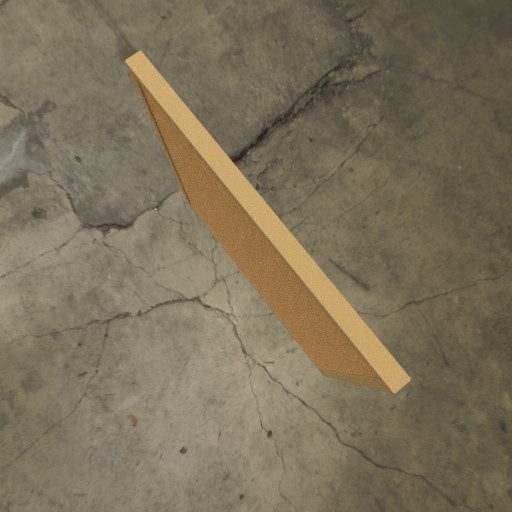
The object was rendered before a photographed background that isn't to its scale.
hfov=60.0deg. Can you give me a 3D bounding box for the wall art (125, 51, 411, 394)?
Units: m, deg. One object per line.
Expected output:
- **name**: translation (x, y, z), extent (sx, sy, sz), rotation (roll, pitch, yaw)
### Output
- **wall art**: translation (0.000, 0.000, 1.139), extent (0.037, 0.761, 0.761), rotation (-37, 80, -8)
